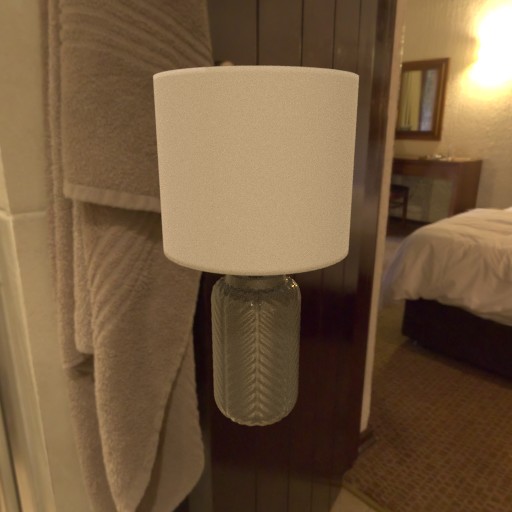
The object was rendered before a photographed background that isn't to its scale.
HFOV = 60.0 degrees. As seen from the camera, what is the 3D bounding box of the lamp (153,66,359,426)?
[{"bbox_3d":[0.000,0.000,0.500,0.203,0.389,0.203,3,17,9],"label":"lamp"}]
